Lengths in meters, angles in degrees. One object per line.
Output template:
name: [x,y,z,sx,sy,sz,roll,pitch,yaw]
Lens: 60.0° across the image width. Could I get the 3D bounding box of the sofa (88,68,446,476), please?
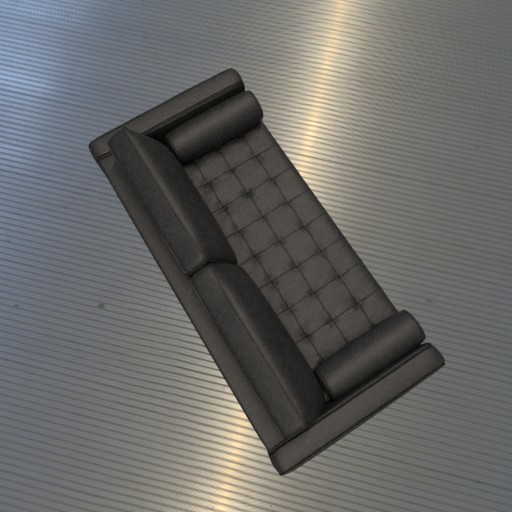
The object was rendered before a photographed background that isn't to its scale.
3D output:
sofa: [0.000,0.000,2.310,0.921,0.770,1.879,-31,77,-8]
